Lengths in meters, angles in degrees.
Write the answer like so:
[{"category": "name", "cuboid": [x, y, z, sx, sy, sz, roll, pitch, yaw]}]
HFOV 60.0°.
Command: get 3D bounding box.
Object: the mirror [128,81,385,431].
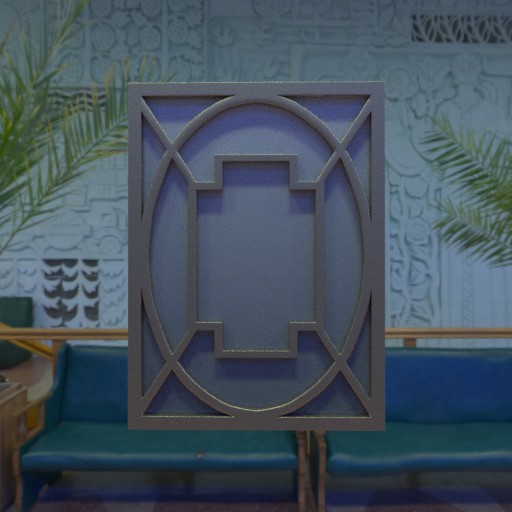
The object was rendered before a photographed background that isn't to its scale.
[{"category": "mirror", "cuboid": [0.000, 0.000, 1.319, 0.756, 1.023, 0.032, 0, 0, 1]}]
